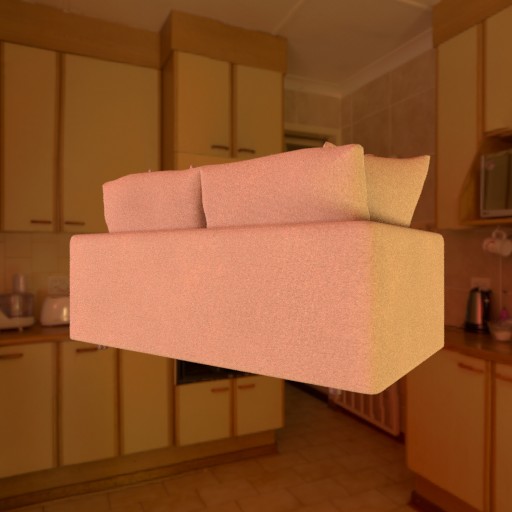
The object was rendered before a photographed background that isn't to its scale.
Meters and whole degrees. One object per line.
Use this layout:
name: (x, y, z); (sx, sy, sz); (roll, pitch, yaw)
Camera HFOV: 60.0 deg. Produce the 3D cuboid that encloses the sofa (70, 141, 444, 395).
sofa: (0.000, 0.000, 2.568); (1.869, 1.080, 1.228); (0, 0, 35)
